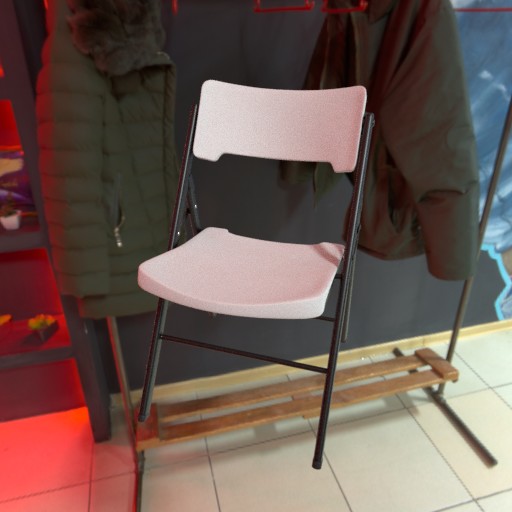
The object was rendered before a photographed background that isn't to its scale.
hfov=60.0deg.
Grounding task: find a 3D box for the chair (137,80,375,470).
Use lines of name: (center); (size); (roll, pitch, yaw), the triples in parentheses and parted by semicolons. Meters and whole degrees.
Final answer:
chair: (0.000, 0.000, 1.115); (0.482, 0.765, 0.577); (8, 29, 15)
